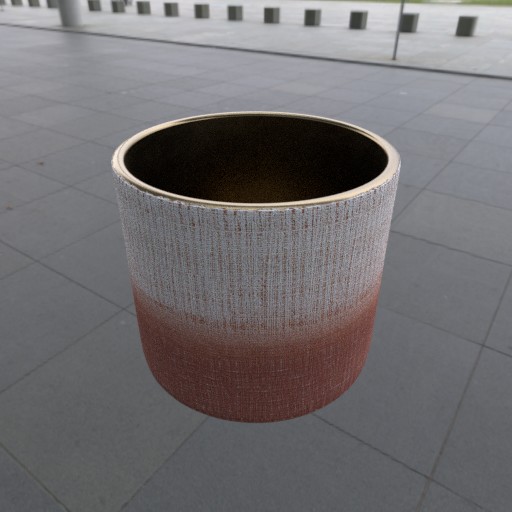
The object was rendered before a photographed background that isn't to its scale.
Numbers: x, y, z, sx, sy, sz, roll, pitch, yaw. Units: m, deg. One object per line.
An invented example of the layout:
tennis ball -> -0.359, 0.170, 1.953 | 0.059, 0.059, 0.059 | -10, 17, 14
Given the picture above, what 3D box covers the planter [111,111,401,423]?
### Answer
planter -> 0.000, 0.000, 0.396 | 0.221, 0.201, 0.221 | 0, 32, 0
